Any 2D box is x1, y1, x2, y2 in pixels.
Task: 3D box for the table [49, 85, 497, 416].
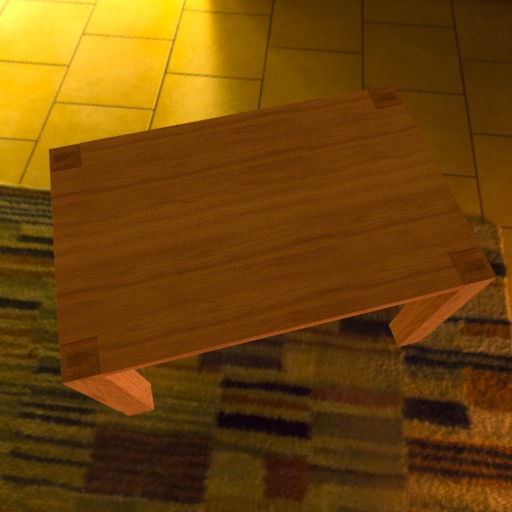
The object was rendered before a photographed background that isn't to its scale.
[{"bbox_3d":[0.000,0.000,1.905,1.400,0.760,0.900,-13,64,-6],"label":"table"}]
